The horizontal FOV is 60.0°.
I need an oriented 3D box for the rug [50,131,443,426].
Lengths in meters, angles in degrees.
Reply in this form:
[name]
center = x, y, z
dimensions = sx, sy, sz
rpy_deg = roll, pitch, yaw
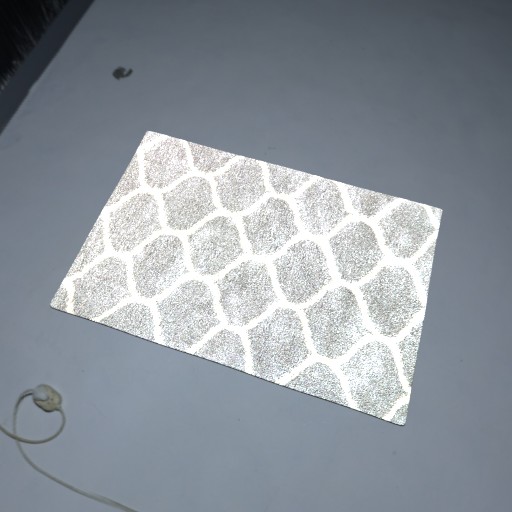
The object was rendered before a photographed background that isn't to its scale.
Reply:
[rug]
center = 0.000, 0.000, 3.528
dimensions = 2.701, 0.026, 1.801
rpy_deg = 17, 65, 8
